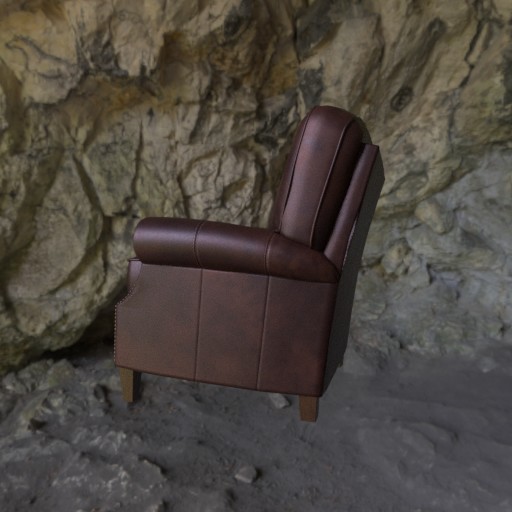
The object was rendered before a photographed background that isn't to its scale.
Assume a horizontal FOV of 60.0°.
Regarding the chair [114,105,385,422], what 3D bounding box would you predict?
[{"bbox_3d":[0.000,0.000,1.794,0.986,1.018,0.936,0,1,18],"label":"chair"}]
